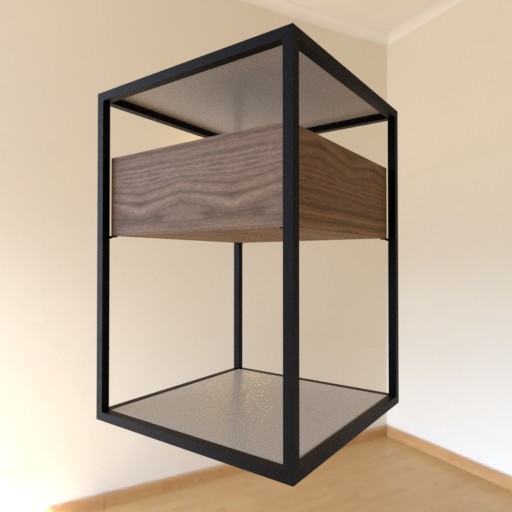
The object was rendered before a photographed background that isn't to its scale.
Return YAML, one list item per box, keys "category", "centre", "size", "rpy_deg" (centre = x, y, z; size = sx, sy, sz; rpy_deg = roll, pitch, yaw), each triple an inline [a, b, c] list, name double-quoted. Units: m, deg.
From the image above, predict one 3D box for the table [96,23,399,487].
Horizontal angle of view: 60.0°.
- category: "table"
  centre: [0.000, 0.000, 0.779]
  size: [0.378, 0.540, 0.378]
  rpy_deg: [-1, -1, 36]
